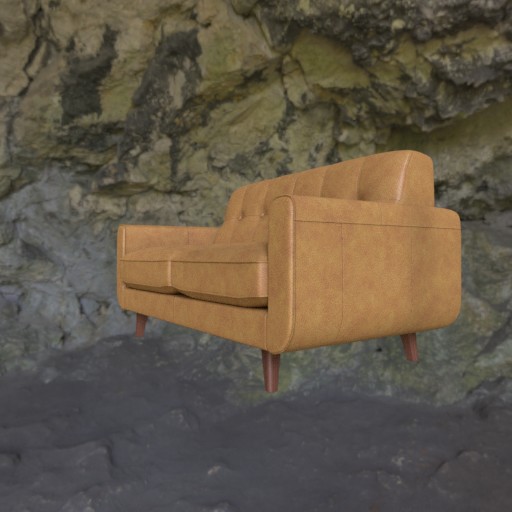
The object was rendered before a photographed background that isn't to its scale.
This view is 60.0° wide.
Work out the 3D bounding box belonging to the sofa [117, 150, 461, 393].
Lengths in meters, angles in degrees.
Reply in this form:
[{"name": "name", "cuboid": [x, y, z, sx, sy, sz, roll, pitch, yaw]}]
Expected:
[{"name": "sofa", "cuboid": [0.000, 0.000, 2.247, 0.952, 0.925, 1.651, 0, 0, -35]}]
